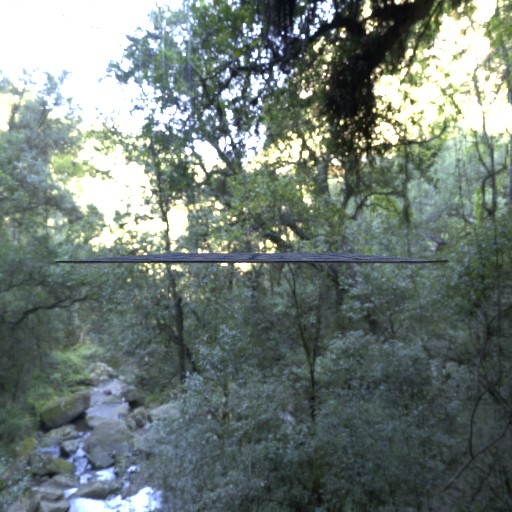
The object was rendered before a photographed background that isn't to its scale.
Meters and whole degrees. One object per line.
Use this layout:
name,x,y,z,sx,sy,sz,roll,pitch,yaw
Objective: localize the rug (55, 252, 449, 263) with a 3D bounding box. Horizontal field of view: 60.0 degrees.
rug,0.000,0.000,4.334,2.443,0.024,3.228,0,1,1
